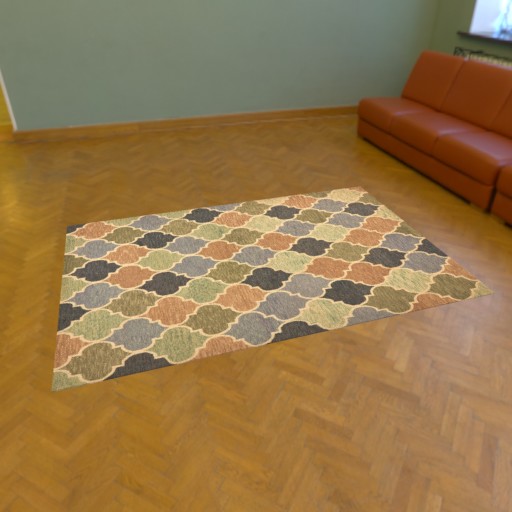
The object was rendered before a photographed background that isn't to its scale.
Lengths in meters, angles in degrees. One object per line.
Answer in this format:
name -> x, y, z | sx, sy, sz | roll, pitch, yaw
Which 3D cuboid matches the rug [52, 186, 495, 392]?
rug -> 0.000, 0.000, 2.217 | 1.828, 0.006, 1.216 | -10, 34, -15
